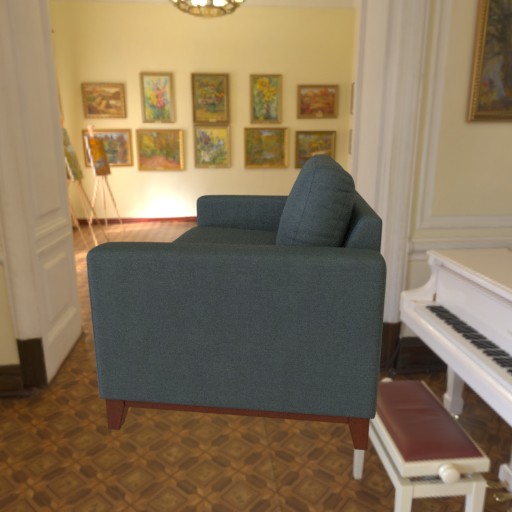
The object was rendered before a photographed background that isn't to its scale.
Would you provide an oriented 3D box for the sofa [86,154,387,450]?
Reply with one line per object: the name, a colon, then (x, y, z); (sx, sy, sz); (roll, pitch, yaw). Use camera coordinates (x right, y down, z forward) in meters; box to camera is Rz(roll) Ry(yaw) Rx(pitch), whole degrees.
sofa: (0.000, 0.000, 2.072); (0.955, 0.903, 1.489); (2, 14, 7)
